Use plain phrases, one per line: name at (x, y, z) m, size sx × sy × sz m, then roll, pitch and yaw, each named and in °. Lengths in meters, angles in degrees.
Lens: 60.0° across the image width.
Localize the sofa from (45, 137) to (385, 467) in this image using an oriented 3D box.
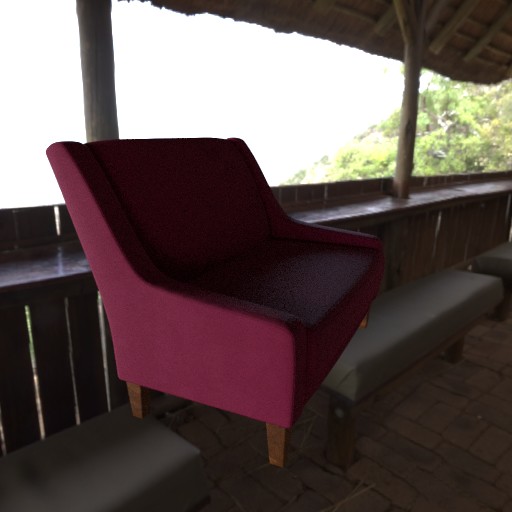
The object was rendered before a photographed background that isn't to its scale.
sofa at (0.000, 0.000, 1.899) m, size 0.946 × 0.976 × 1.242 m, roll 8°, pitch 17°, yaw 25°
